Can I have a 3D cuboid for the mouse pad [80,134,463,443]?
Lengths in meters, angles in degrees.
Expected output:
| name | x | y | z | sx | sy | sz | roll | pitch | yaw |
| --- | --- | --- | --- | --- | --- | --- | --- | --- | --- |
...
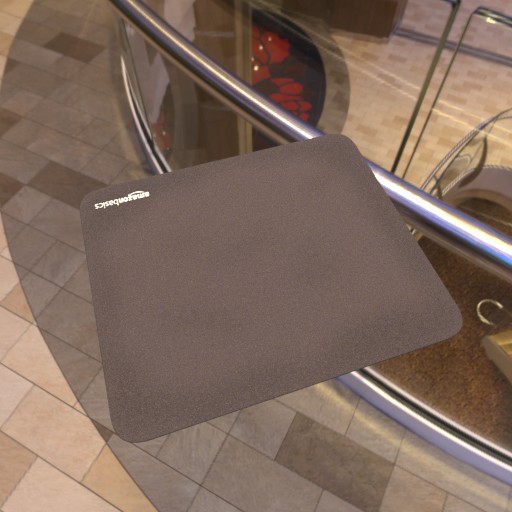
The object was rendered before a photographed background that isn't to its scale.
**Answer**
| name | x | y | z | sx | sy | sz | roll | pitch | yaw |
| --- | --- | --- | --- | --- | --- | --- | --- | --- | --- |
| mouse pad | 0.000 | 0.000 | 0.433 | 0.315 | 0.002 | 0.269 | -16 | 59 | -10 |
